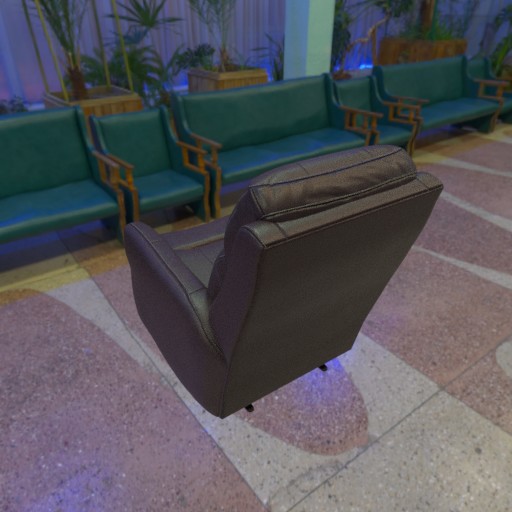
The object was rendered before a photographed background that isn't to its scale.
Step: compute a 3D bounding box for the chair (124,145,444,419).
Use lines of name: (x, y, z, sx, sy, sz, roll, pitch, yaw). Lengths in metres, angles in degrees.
chair: (0.000, 0.000, 1.772, 0.829, 1.030, 1.080, -19, 36, -29)
